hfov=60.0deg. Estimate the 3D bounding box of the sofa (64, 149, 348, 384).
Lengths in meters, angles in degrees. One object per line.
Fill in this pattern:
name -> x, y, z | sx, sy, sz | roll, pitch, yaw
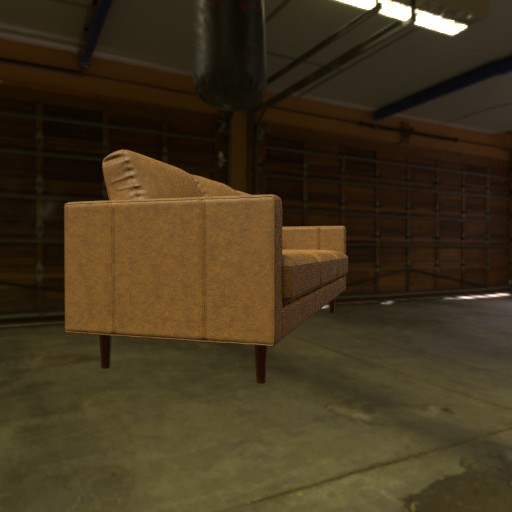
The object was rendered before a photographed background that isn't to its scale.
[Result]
sofa -> 0.000, 0.000, 2.691 | 0.903, 0.930, 2.231 | 0, 1, 18
